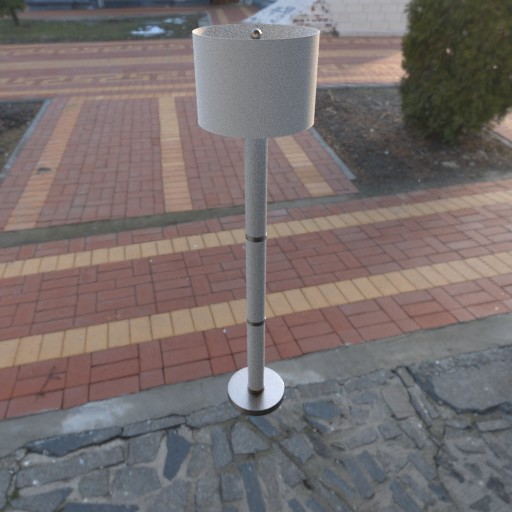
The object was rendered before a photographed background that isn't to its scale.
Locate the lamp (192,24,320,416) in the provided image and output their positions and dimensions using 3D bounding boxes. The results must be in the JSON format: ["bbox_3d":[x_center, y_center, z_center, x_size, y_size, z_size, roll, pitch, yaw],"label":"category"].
[{"bbox_3d":[0.000,0.000,1.741,0.377,1.599,0.377,1,33,1],"label":"lamp"}]
